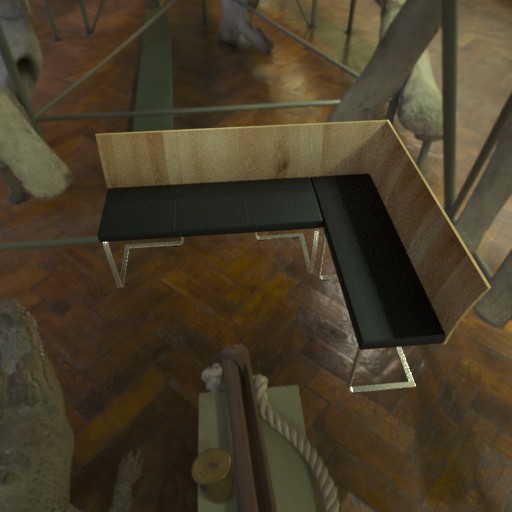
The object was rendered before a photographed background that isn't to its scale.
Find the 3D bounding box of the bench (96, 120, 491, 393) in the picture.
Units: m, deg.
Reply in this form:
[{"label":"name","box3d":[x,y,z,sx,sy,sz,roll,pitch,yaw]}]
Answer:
[{"label":"bench","box3d":[0.000,0.000,2.744,1.945,0.930,1.495,-4,46,-4]}]
